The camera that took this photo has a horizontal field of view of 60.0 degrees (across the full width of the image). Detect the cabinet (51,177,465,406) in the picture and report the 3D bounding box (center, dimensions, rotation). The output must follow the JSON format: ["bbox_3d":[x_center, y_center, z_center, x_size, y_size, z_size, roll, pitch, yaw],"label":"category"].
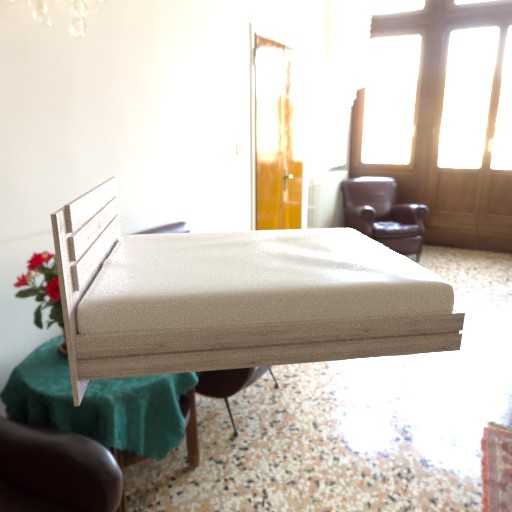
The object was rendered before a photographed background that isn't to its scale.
[{"bbox_3d":[0.000,0.000,3.037,2.080,0.970,1.750,-2,15,-9],"label":"cabinet"}]
